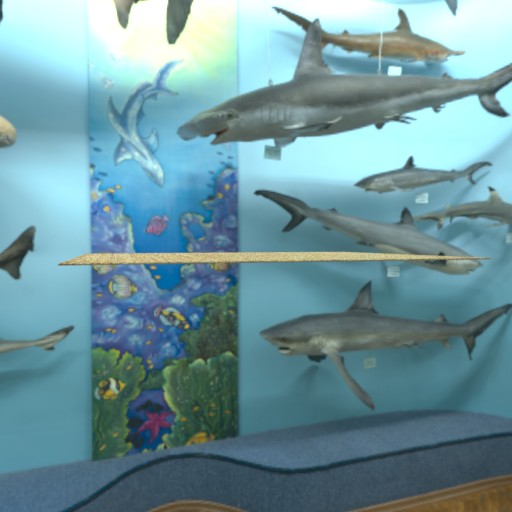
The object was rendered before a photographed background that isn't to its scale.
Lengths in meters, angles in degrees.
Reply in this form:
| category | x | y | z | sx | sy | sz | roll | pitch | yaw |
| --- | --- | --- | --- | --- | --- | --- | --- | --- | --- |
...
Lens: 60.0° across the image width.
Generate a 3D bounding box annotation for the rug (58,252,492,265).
| category | x | y | z | sx | sy | sz | roll | pitch | yaw |
| --- | --- | --- | --- | --- | --- | --- | --- | --- | --- |
| rug | 0.000 | 0.000 | 4.231 | 3.200 | 0.012 | 2.438 | -1 | 2 | -18 |
